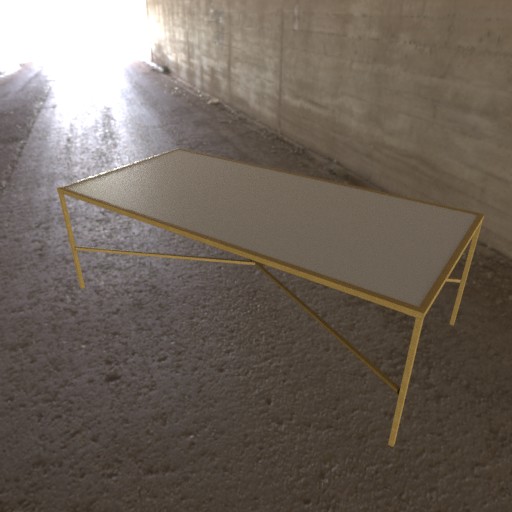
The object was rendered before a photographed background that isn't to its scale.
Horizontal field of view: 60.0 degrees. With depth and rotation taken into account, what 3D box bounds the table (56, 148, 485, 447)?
[{"bbox_3d":[0.000,0.000,1.471,1.206,0.398,0.580,19,34,30],"label":"table"}]
